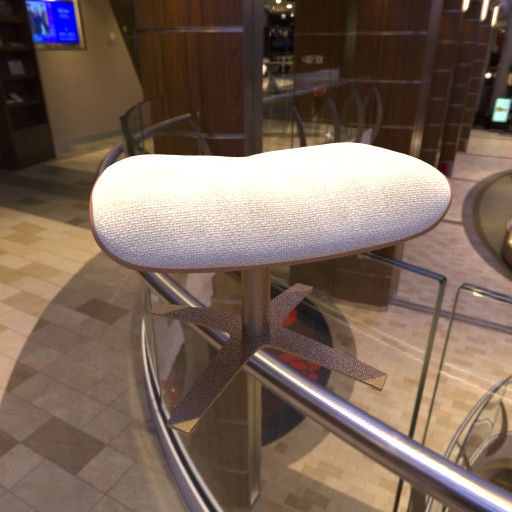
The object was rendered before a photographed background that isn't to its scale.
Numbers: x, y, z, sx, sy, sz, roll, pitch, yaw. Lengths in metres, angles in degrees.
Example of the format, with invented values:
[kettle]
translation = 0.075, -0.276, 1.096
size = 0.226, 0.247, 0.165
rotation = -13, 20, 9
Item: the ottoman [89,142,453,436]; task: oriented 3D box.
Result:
[ottoman]
translation = 0.000, 0.000, 0.813
size = 0.520, 0.391, 0.394
rotation = -7, 26, -15
